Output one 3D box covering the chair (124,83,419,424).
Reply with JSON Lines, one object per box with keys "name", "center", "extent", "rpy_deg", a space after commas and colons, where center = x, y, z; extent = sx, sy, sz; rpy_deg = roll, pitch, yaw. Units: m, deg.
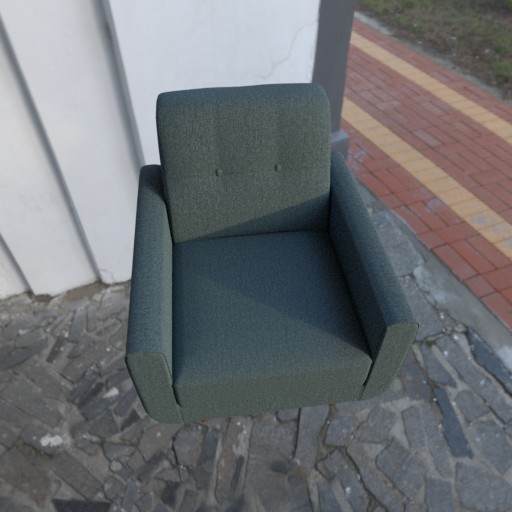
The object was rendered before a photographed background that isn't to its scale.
{"name": "chair", "center": [0.000, 0.000, 1.693], "extent": [0.880, 0.940, 0.964], "rpy_deg": [-5, 47, -5]}
